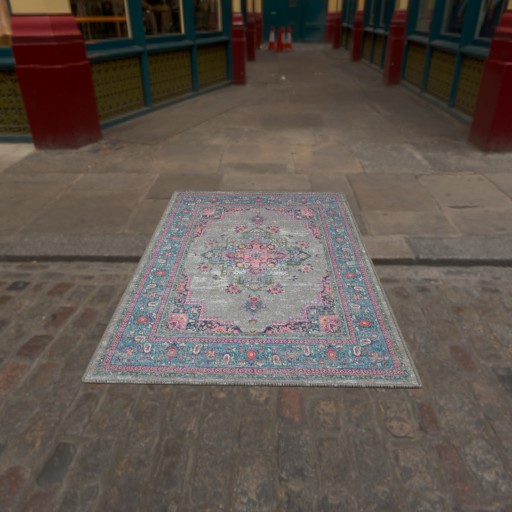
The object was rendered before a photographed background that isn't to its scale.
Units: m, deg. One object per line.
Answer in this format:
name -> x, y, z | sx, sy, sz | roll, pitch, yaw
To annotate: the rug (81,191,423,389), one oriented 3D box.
rug -> 0.000, 0.000, 2.230 | 1.144, 0.014, 1.748 | 1, 30, 1
